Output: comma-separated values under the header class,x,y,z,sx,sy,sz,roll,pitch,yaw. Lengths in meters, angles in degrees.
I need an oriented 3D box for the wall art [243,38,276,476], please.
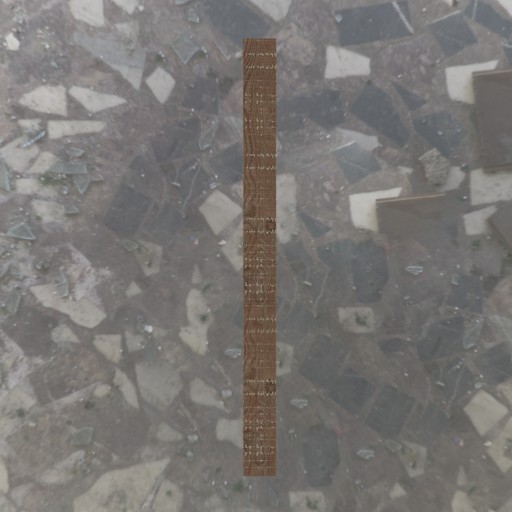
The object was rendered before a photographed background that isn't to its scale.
class,x,y,z,sx,sy,sz,roll,pitch,yaw
wall art,0.000,0.000,0.803,0.040,0.531,0.531,0,91,-1
